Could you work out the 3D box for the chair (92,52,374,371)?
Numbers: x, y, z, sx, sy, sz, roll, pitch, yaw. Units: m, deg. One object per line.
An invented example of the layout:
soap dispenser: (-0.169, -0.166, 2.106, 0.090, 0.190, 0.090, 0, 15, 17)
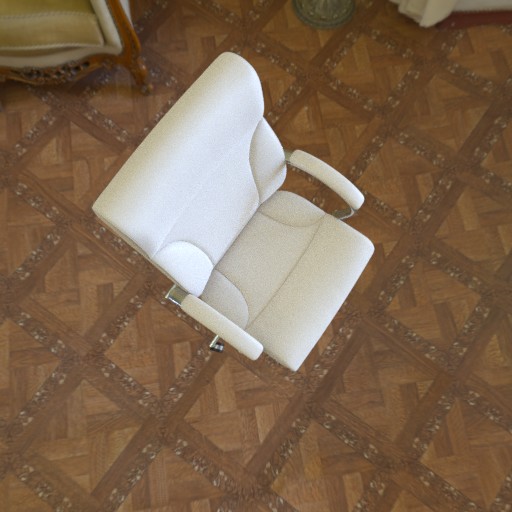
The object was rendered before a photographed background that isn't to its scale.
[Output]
chair: (0.000, 0.000, 1.583, 0.745, 1.099, 0.727, 34, 77, 9)
